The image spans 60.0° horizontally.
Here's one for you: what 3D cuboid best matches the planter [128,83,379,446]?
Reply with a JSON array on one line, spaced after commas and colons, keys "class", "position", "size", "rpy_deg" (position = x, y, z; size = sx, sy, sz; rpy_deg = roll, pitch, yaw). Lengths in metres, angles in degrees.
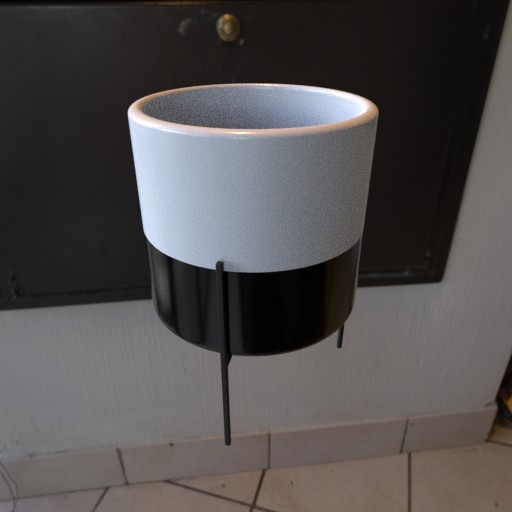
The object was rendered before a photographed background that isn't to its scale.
[{"class": "planter", "position": [0.000, 0.000, 0.647], "size": [0.310, 0.432, 0.310], "rpy_deg": [-1, 30, -1]}]
